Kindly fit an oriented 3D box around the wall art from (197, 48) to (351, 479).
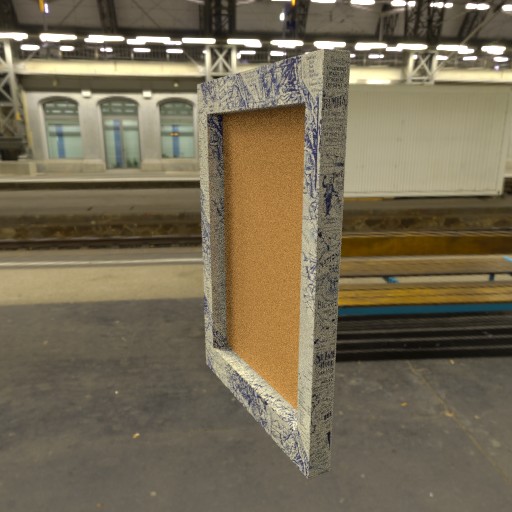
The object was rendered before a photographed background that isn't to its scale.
[{"bbox_3d":[0.000,0.000,0.485,0.025,0.376,0.255,-8,17,-27],"label":"wall art"}]
